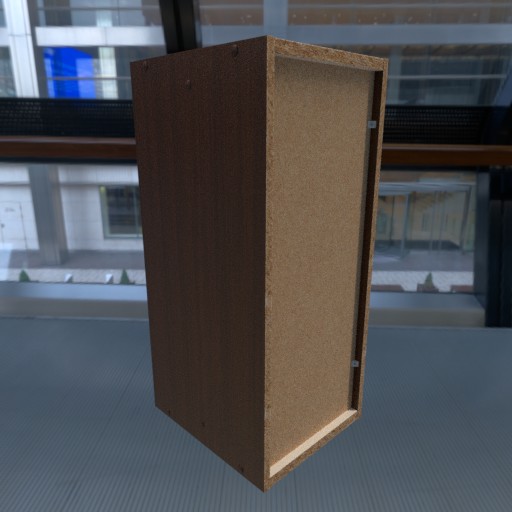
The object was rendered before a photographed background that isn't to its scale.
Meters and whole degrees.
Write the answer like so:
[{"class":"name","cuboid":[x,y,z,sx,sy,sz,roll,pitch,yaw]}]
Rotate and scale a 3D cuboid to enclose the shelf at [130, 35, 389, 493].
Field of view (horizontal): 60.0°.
[{"class":"shelf","cuboid":[0.000,0.000,0.737,0.253,0.600,0.290,-15,22,-42]}]
